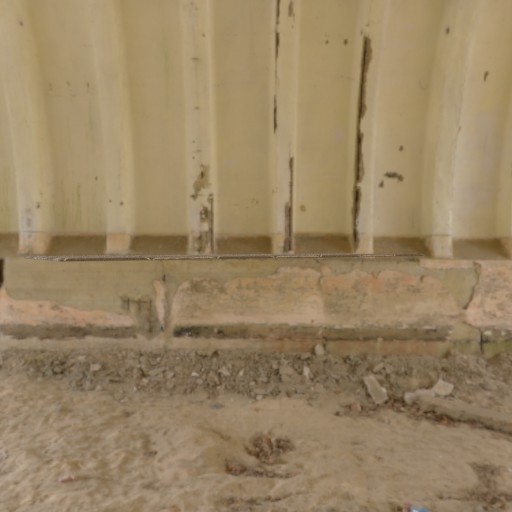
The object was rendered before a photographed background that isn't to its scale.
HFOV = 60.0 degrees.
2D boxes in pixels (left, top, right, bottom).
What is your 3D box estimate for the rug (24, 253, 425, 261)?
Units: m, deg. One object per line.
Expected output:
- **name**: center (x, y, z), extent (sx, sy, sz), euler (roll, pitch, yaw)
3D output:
- **rug**: center (0.000, 0.000, 2.752), extent (2.464, 0.012, 0.773), euler (-1, 1, -37)
